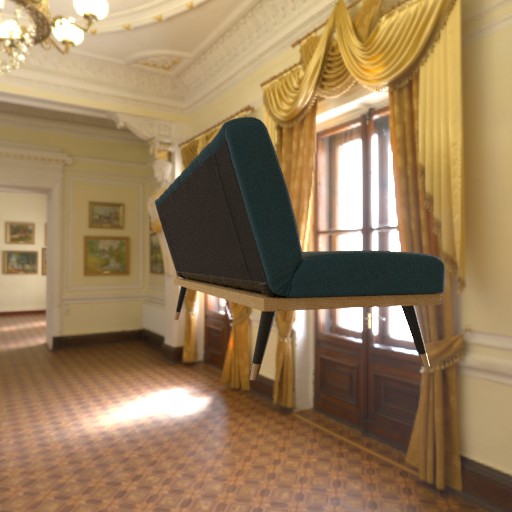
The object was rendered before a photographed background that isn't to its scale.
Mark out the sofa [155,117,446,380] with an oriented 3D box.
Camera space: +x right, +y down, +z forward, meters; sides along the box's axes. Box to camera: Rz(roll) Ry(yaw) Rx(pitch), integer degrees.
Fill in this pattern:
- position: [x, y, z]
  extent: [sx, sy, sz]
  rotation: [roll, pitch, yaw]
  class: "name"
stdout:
- position: [0.000, 0.000, 2.284]
  extent: [0.830, 0.825, 1.810]
  rotation: [0, -1, -19]
  class: "sofa"
